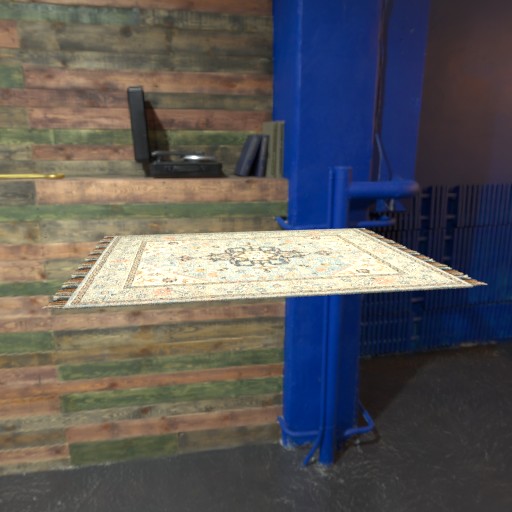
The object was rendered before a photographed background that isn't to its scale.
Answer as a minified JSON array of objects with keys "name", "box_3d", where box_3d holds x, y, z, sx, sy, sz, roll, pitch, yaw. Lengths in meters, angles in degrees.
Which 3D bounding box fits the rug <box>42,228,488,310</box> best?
[{"name":"rug","box_3d":[0.000,0.000,2.293,1.730,0.009,1.278,-2,14,-9]}]
